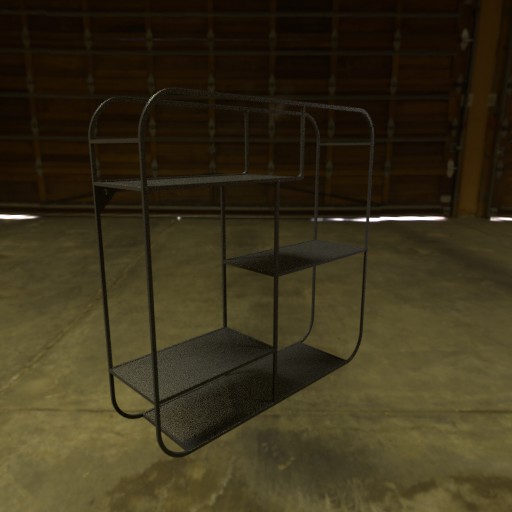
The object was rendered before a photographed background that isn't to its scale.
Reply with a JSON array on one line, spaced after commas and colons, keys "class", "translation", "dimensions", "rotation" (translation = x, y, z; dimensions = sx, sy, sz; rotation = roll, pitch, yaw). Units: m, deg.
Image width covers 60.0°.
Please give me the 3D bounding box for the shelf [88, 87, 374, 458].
[{"class": "shelf", "translation": [0.000, 0.000, 0.918], "dimensions": [0.600, 0.600, 0.160], "rotation": [-13, 19, -43]}]
